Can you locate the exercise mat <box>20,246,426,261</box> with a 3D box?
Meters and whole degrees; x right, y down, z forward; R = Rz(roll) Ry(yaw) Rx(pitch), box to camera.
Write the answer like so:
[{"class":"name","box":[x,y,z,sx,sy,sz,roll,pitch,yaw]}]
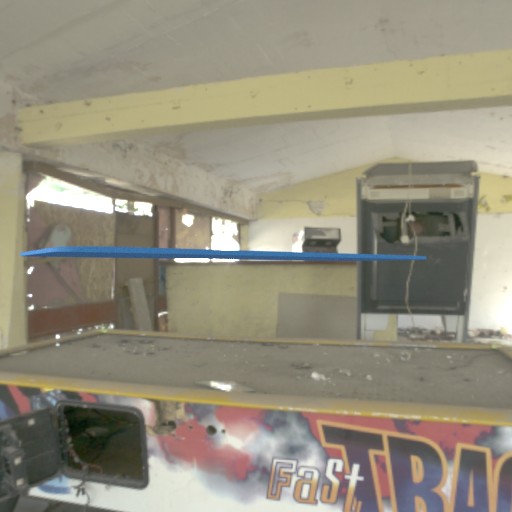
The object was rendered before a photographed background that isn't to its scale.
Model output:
[{"class":"exercise mat","box":[0.000,0.000,2.045,1.869,0.021,0.616,1,-2,-37]}]
